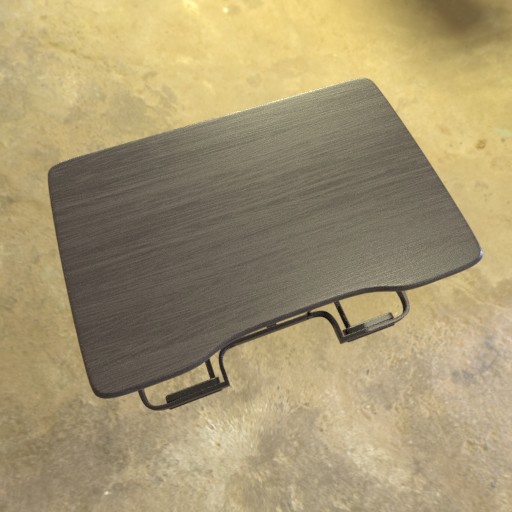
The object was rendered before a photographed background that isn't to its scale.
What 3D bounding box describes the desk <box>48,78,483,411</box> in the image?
[{"bbox_3d":[0.000,0.000,1.149,0.820,0.470,0.546,-19,66,-8],"label":"desk"}]
